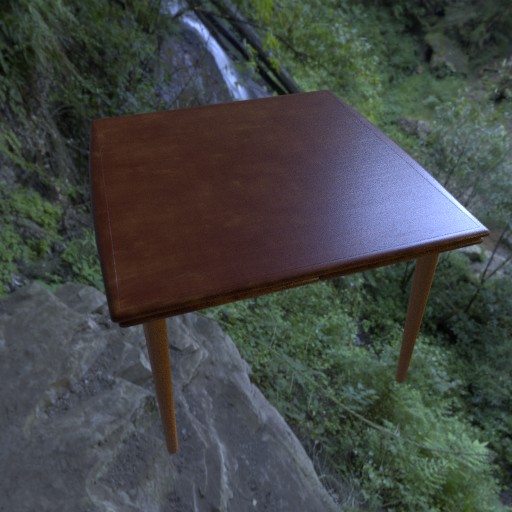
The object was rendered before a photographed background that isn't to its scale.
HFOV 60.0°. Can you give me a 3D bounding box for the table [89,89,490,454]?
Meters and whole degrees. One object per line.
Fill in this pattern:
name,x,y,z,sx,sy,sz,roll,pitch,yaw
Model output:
table,0.000,0.000,1.619,0.991,0.754,0.991,-12,43,-13
